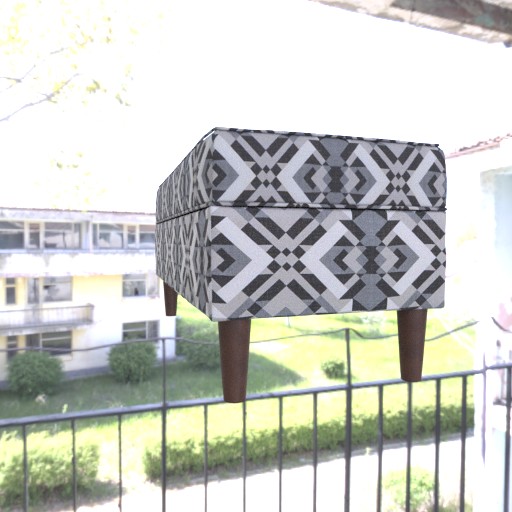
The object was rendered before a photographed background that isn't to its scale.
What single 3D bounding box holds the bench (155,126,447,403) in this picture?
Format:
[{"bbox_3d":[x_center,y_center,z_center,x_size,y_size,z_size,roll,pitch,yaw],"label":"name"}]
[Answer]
[{"bbox_3d":[0.000,0.000,1.278,0.492,0.477,1.016,-1,2,-18],"label":"bench"}]
